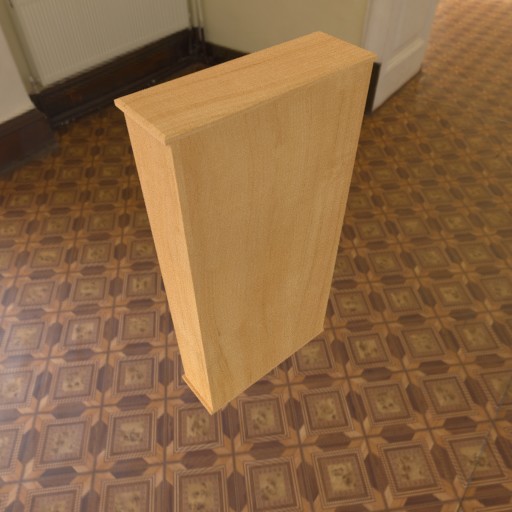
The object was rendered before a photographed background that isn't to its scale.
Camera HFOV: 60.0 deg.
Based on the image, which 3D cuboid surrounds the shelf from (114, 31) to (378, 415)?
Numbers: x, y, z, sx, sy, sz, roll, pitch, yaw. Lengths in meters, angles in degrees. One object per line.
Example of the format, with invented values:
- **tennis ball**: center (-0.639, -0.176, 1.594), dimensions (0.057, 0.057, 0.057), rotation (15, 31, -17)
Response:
- **shelf**: center (0.000, 0.000, 1.237), dimensions (0.520, 1.030, 0.175), rotation (-31, 54, -26)
